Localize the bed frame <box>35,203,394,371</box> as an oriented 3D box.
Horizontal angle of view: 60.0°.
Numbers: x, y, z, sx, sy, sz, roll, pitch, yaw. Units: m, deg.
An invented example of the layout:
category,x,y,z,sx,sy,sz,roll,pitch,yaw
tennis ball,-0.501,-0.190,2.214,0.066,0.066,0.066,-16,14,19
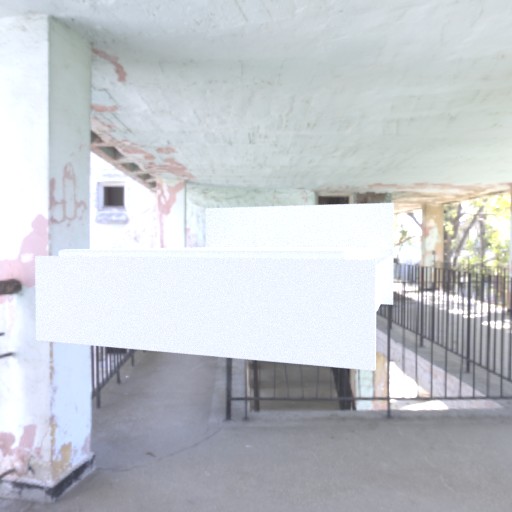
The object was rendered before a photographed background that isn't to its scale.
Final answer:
category,x,y,z,sx,sy,sz,roll,pitch,yaw
bed frame,0.000,0.000,2.841,1.622,0.800,1.960,1,2,19
